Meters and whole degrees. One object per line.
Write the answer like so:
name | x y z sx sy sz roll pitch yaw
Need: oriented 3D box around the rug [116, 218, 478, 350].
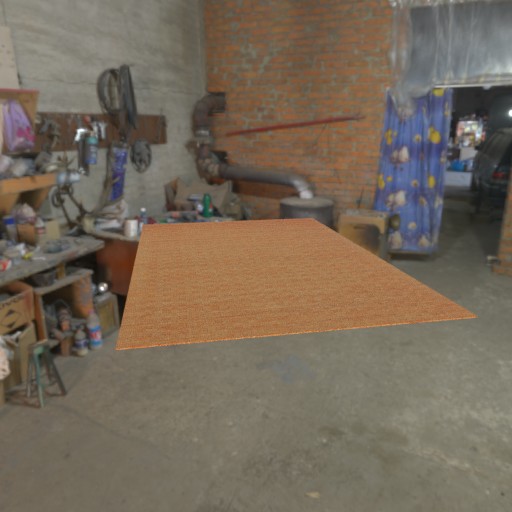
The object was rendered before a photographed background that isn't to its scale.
rug | 0.000 0.000 2.876 1.524 0.006 2.285 -3 16 -11
